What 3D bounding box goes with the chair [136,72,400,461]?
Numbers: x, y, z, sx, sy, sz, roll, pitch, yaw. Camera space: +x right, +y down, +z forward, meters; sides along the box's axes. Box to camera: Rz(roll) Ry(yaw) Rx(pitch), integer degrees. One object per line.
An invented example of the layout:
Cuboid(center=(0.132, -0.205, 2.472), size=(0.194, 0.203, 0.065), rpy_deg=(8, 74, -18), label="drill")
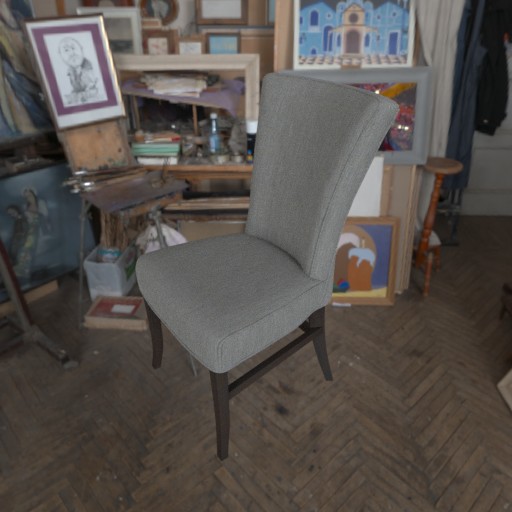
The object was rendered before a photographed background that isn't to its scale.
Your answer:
Cuboid(center=(0.000, 0.000, 1.404), size=(0.660, 0.991, 0.520), rpy_deg=(-21, 37, -30), label="chair")
